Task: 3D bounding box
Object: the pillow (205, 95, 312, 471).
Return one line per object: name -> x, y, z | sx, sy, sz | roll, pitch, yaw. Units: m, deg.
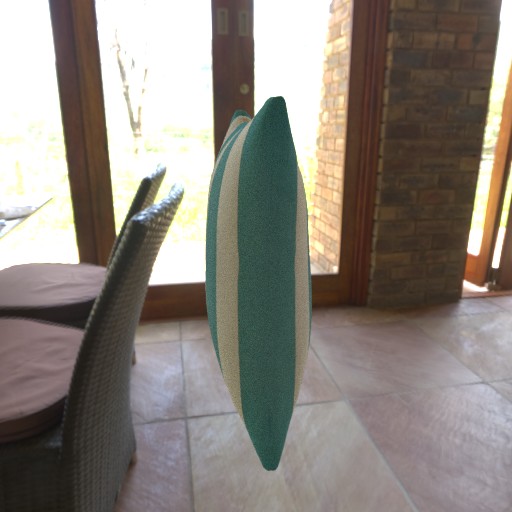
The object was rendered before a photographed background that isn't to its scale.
pillow -> 0.000, 0.000, 0.814 | 0.189, 0.526, 0.536 | -2, 16, -7
